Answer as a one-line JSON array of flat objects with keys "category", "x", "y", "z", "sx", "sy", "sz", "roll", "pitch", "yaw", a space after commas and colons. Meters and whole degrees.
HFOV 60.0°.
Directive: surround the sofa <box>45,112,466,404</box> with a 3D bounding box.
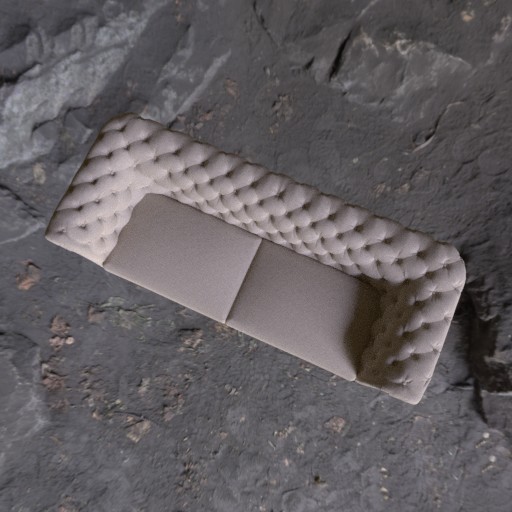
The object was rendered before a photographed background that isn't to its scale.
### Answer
[{"category": "sofa", "x": 0.000, "y": 0.000, "z": 3.217, "sx": 2.694, "sy": 0.847, "sz": 1.076, "roll": 23, "pitch": 79, "yaw": 5}]
